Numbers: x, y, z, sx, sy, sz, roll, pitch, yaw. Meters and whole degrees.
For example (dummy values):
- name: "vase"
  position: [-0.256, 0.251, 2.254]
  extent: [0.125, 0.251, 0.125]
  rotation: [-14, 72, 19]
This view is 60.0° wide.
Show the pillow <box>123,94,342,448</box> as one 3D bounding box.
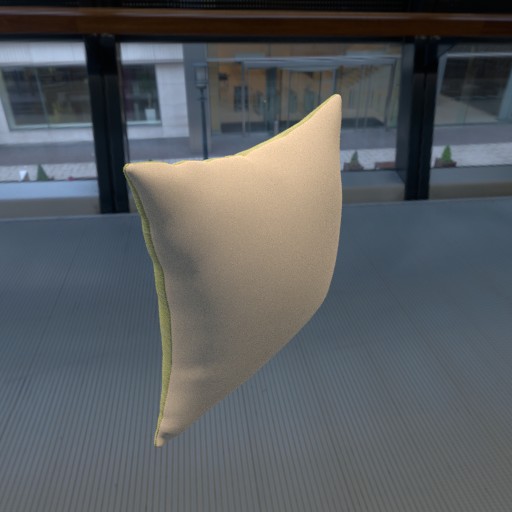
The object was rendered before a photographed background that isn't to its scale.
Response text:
- name: "pillow"
  position: [0.000, 0.000, 0.807]
  extent: [0.229, 0.487, 0.560]
  rotation: [21, 37, 30]
